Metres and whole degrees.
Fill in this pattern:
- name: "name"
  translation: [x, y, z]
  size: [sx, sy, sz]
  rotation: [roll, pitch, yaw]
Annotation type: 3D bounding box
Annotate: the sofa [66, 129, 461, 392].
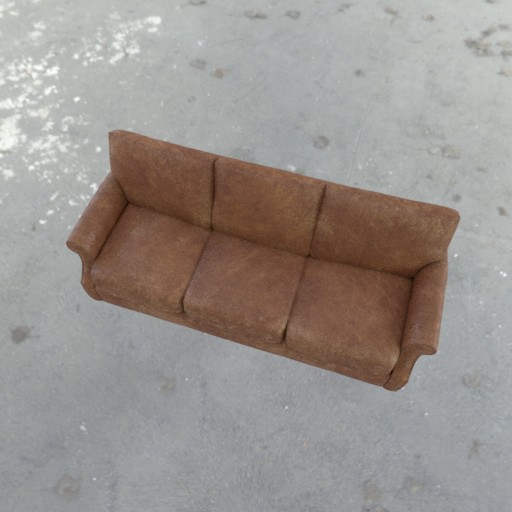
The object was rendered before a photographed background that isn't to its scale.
- name: "sofa"
  translation: [0.000, 0.000, 2.889]
  size: [2.351, 0.977, 0.973]
  rotation: [15, 60, 9]
